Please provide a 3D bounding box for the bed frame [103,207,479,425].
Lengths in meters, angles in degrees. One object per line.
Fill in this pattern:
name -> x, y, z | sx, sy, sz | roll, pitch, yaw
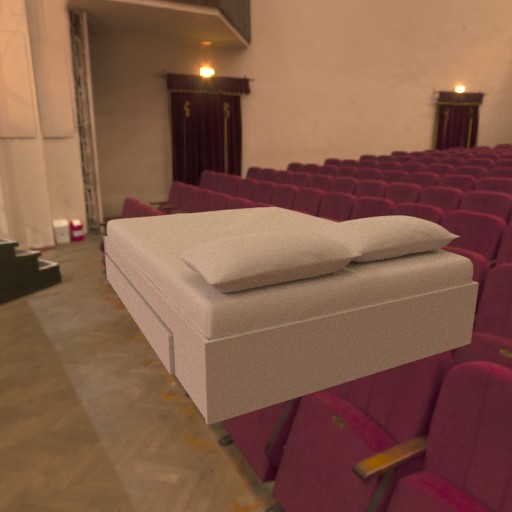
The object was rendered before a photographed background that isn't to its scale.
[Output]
bed frame -> 0.000, 0.000, 2.666 | 1.450, 0.629, 1.950 | -8, 17, -27
